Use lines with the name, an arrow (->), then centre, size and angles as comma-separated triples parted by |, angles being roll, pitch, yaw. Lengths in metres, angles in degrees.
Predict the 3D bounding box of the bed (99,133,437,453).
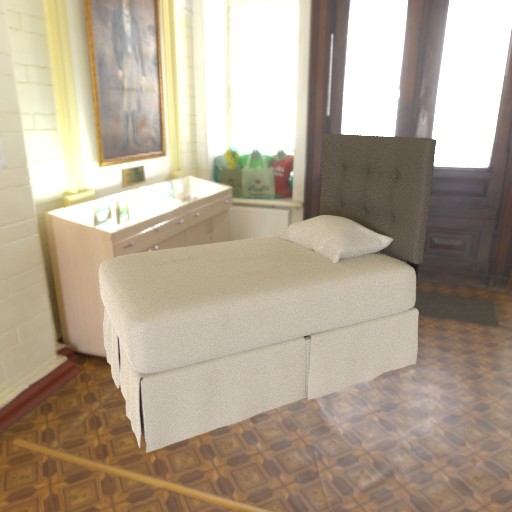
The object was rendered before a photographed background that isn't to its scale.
bed -> 0.000, 0.000, 3.040 | 1.997, 1.571, 1.261 | -8, 19, -25
